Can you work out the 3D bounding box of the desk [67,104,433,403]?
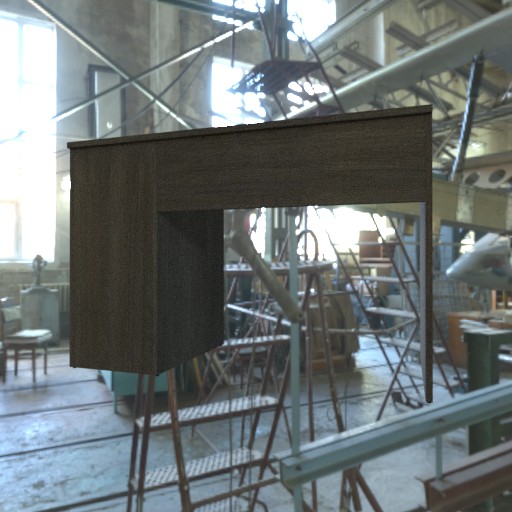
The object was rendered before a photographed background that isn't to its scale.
[{"bbox_3d":[0.000,0.000,1.510,1.096,0.730,0.560,0,0,19],"label":"desk"}]
